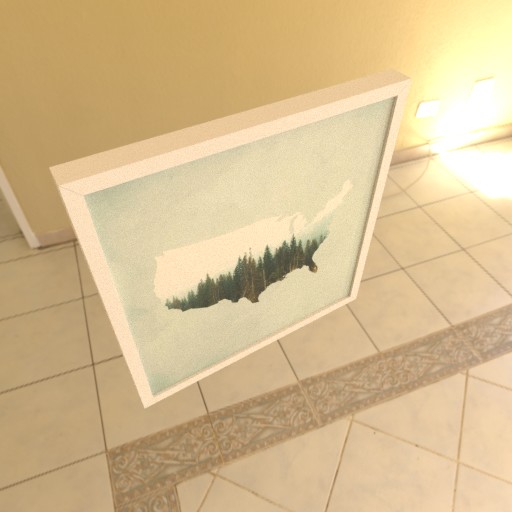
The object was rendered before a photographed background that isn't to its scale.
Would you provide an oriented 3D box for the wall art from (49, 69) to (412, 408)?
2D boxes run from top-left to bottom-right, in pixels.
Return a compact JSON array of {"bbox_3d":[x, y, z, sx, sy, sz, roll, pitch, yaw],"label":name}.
[{"bbox_3d":[0.000,0.000,0.448,0.304,0.304,0.024,-23,50,-21],"label":"wall art"}]
